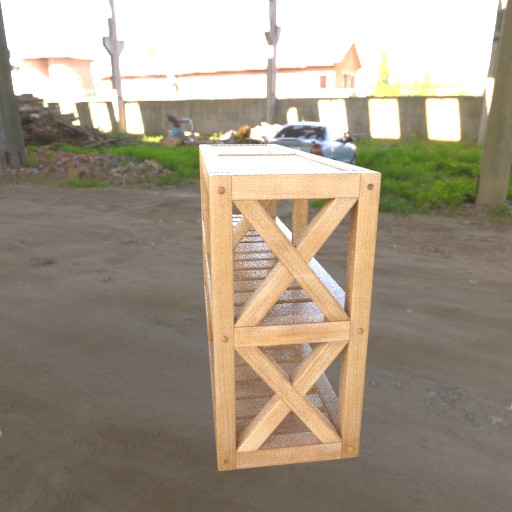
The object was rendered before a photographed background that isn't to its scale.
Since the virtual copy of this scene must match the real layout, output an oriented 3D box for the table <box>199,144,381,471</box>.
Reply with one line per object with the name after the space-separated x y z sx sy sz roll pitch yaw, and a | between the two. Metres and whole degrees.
0.000 0.000 1.684 0.381 0.762 1.320 -2 17 -8 | table
